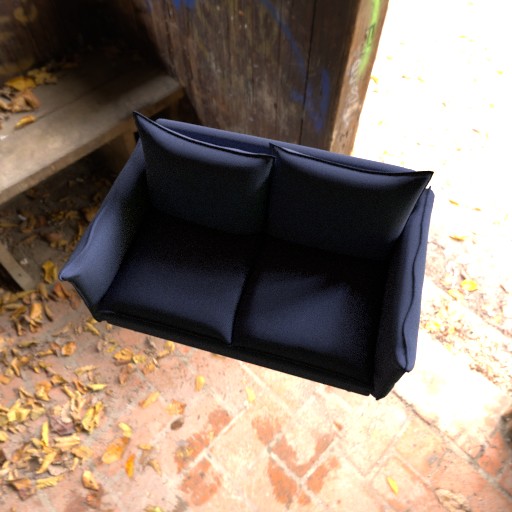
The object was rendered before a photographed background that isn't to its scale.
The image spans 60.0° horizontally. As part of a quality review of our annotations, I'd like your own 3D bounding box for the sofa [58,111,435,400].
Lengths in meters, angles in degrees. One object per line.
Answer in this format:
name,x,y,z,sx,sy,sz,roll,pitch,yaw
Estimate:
sofa,0.000,0.000,1.843,1.300,0.840,0.820,14,58,9
